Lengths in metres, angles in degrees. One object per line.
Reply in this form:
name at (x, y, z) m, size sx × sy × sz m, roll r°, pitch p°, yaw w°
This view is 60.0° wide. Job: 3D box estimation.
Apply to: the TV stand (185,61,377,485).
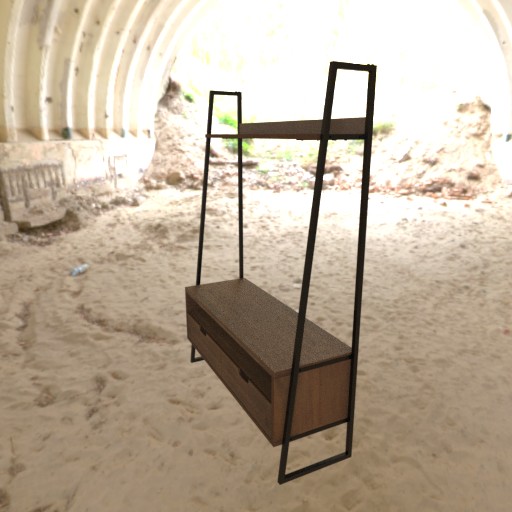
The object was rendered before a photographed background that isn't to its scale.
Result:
TV stand at (0.000, 0.000, 2.372) m, size 0.432 × 1.772 × 1.250 m, roll -8°, pitch 17°, yaw -26°
